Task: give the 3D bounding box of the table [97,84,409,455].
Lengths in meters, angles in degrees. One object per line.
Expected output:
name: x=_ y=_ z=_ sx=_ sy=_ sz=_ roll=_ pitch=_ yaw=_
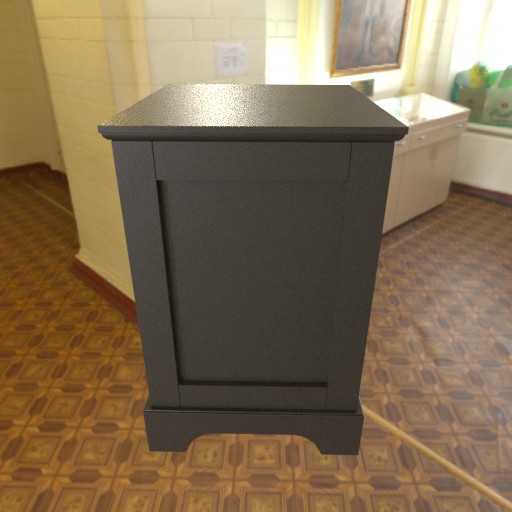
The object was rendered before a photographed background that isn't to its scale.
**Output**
table: x=0.000 y=0.000 z=0.908 sx=0.399 sy=0.610 sz=0.460 roll=1 pitch=27 yaw=1
